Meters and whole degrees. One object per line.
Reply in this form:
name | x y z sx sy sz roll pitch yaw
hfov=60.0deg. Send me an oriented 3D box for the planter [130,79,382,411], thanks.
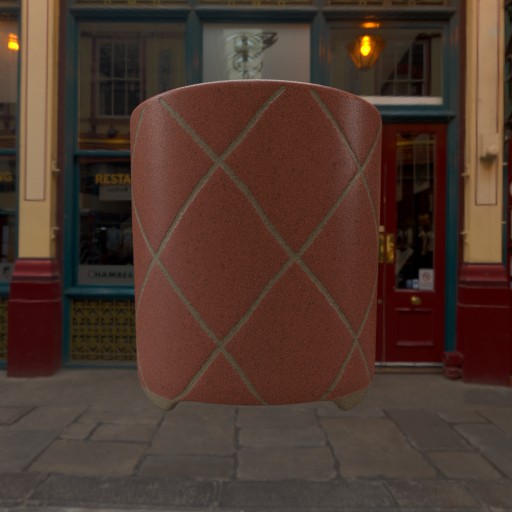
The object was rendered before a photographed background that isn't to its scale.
planter | 0.000 0.000 0.346 0.191 0.200 0.191 0 -1 0
